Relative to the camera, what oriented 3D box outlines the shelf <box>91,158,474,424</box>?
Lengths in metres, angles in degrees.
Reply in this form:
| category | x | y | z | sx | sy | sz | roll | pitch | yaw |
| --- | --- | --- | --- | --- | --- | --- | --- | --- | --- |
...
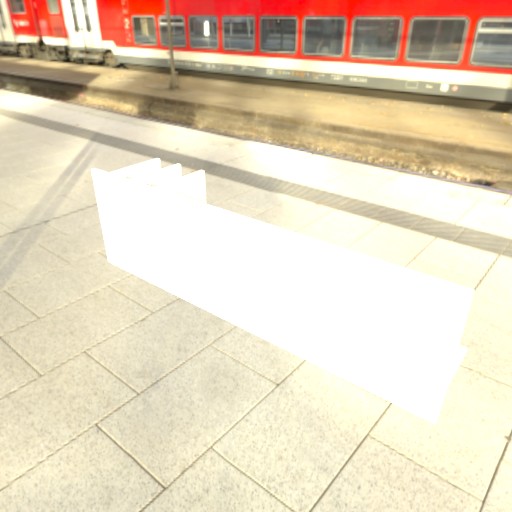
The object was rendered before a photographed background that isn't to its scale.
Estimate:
| category | x | y | z | sx | sy | sz | roll | pitch | yaw |
| --- | --- | --- | --- | --- | --- | --- | --- | --- | --- |
| shelf | 0.000 | 0.000 | 1.115 | 1.020 | 0.300 | 0.200 | 21 | 35 | 32 |
